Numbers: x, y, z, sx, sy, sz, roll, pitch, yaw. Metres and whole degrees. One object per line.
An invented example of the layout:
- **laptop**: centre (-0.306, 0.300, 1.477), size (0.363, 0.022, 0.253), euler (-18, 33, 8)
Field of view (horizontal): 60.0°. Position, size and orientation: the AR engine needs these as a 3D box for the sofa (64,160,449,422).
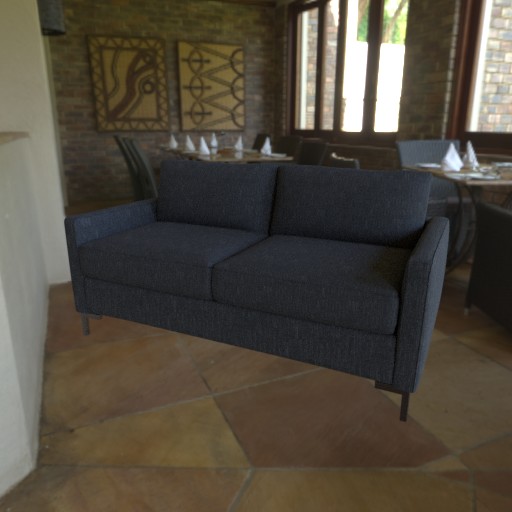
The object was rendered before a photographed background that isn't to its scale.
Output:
- **sofa**: centre (0.000, 0.000, 2.207), size (1.716, 0.862, 0.866), euler (8, 18, 25)
